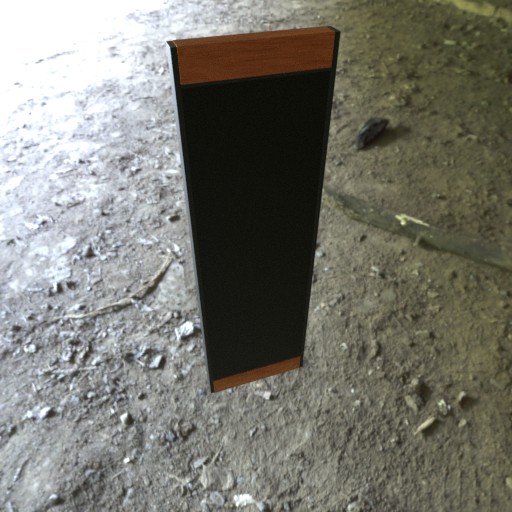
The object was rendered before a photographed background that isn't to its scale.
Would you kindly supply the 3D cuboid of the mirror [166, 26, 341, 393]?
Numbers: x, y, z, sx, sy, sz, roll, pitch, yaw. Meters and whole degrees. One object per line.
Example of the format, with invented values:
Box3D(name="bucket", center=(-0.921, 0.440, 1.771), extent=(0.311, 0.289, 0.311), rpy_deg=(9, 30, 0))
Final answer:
Box3D(name="mirror", center=(0.000, 0.000, 1.223), extent=(0.343, 1.123, 0.047), rpy_deg=(-13, 42, -14))
